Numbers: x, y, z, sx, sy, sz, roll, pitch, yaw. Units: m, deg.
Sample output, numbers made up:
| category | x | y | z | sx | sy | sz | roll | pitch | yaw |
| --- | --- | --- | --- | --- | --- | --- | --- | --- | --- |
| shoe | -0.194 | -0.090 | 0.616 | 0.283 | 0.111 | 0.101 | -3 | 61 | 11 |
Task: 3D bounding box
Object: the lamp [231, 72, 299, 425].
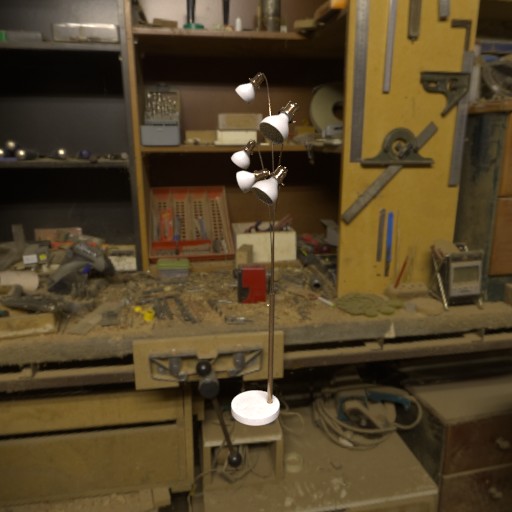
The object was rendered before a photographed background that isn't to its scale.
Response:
| category | x | y | z | sx | sy | sz | roll | pitch | yaw |
| --- | --- | --- | --- | --- | --- | --- | --- | --- | --- |
| lamp | 0.000 | 0.000 | 2.978 | 0.361 | 2.423 | 1.405 | -2 | 15 | -8 |
